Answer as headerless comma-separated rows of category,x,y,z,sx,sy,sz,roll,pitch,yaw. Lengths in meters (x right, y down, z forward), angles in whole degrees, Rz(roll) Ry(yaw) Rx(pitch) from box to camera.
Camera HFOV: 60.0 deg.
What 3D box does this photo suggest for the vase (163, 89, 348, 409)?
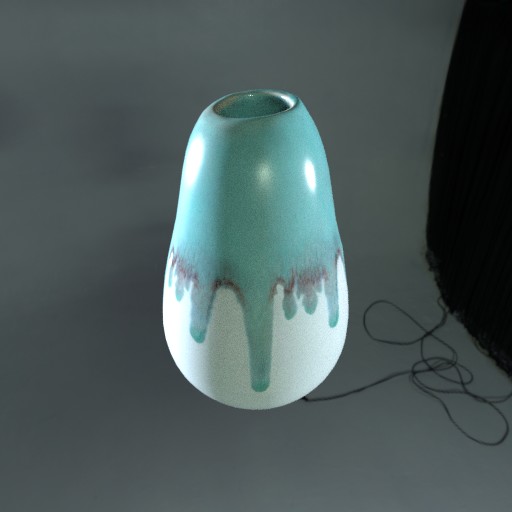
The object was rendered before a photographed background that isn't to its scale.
vase,0.000,0.000,0.261,0.116,0.179,0.116,0,32,0
